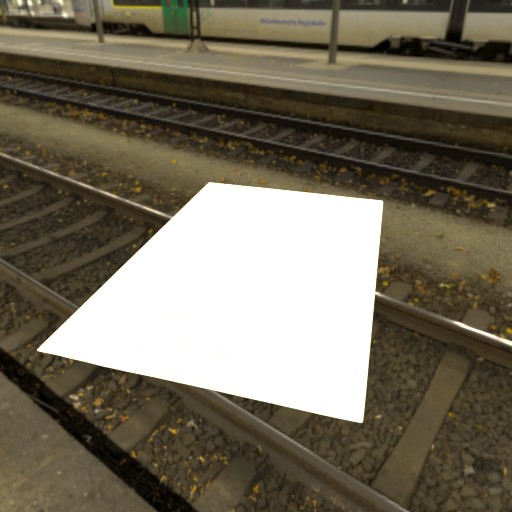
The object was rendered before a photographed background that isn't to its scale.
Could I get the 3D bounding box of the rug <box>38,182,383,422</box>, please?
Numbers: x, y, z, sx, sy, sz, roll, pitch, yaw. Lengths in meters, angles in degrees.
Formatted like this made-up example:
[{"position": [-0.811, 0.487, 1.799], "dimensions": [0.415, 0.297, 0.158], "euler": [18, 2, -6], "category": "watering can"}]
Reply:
[{"position": [0.000, 0.000, 2.327], "dimensions": [1.234, 0.006, 1.850], "euler": [8, 31, 14], "category": "rug"}]
